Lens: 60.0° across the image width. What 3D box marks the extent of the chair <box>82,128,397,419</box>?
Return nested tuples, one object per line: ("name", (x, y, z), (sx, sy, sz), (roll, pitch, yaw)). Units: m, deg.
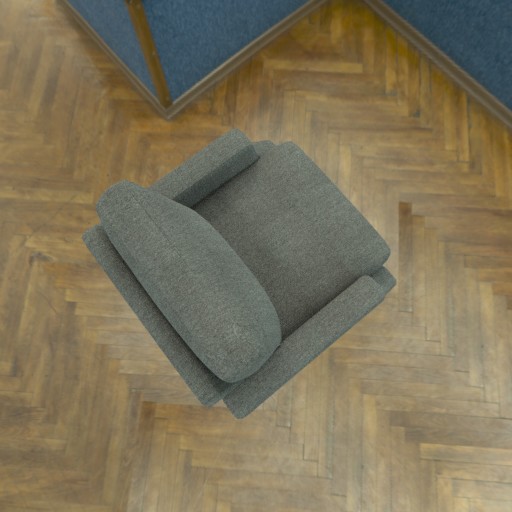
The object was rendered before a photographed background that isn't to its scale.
("chair", (0.000, 0.000, 1.699), (0.897, 0.993, 0.855), (-38, 78, -9))
